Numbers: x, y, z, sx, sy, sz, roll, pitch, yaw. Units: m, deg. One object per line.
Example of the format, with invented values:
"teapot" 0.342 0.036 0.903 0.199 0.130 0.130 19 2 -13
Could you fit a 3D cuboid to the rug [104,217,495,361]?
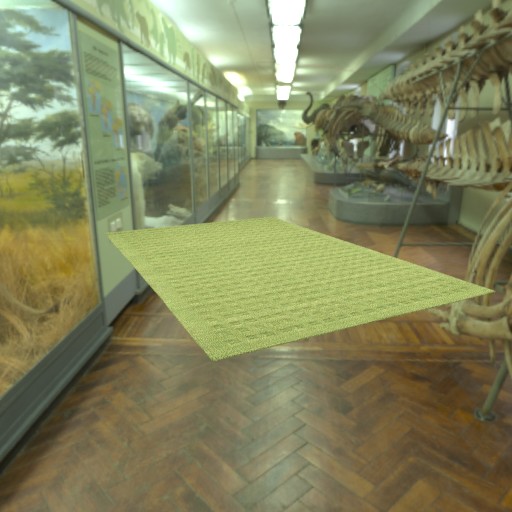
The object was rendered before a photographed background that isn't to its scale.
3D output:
"rug" 0.000 0.000 2.871 1.529 0.007 2.297 -8 17 -26
